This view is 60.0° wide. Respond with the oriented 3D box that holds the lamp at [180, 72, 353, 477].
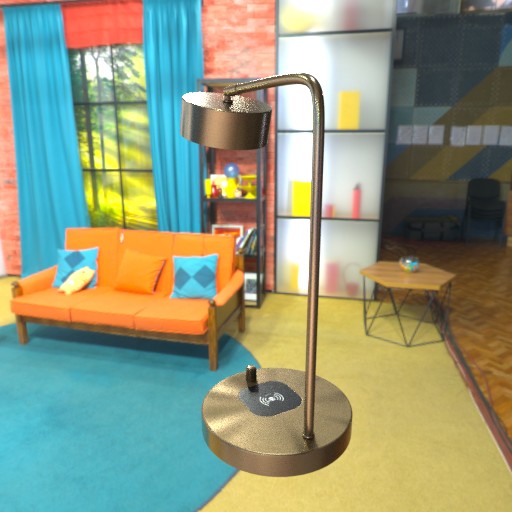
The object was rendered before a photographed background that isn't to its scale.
[{"bbox_3d":[0.000,0.000,0.509,0.171,0.380,0.270,-8,16,-27],"label":"lamp"}]
